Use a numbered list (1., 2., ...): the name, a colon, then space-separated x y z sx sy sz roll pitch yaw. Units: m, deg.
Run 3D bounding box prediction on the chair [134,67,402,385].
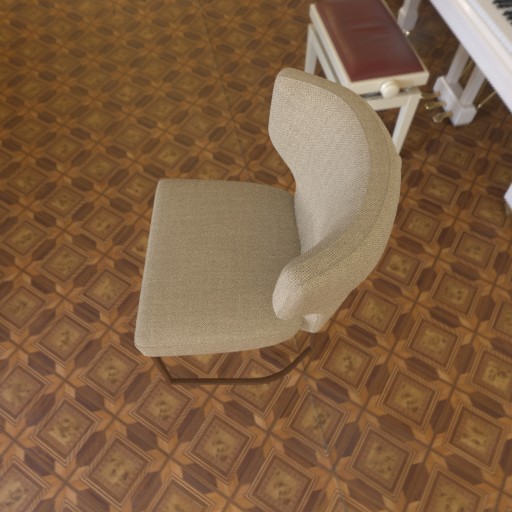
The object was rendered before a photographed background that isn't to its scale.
1. chair: 0.000 0.000 1.259 0.617 0.824 0.611 0 60 0
